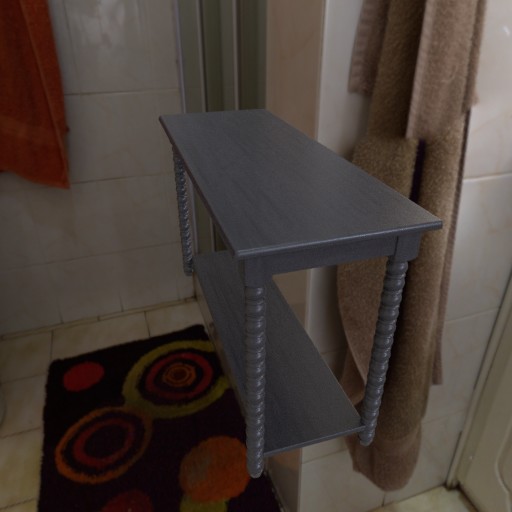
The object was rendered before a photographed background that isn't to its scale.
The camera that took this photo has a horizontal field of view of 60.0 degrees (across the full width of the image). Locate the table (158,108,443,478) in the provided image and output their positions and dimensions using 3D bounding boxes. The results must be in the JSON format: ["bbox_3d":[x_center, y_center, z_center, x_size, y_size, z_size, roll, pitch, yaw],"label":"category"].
[{"bbox_3d":[0.000,0.000,1.527,0.459,0.735,1.184,-9,31,-15],"label":"table"}]
